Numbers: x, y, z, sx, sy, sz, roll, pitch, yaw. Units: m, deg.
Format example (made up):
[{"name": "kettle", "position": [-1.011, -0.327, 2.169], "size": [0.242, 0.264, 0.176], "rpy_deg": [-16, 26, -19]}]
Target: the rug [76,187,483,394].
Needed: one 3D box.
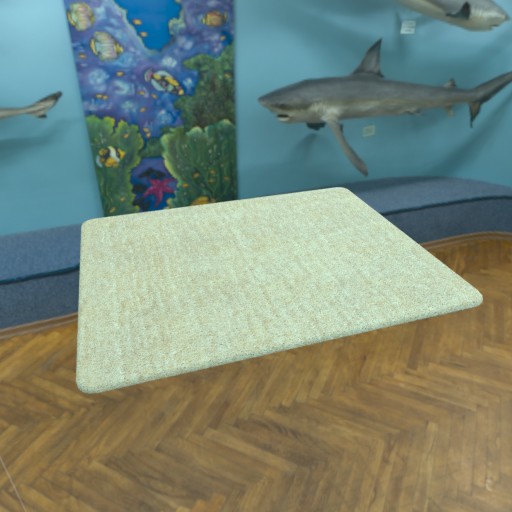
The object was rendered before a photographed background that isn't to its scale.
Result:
[{"name": "rug", "position": [0.000, 0.000, 3.351], "size": [2.528, 0.048, 2.009], "rpy_deg": [-9, 32, -15]}]
